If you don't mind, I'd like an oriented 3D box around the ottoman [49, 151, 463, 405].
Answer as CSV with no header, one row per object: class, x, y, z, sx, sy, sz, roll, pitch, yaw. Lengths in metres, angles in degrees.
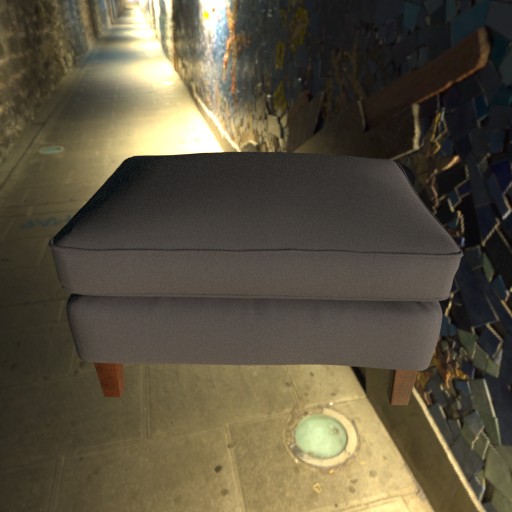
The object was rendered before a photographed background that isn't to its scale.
ottoman,0.000,0.000,0.970,0.686,0.406,0.508,1,31,2
